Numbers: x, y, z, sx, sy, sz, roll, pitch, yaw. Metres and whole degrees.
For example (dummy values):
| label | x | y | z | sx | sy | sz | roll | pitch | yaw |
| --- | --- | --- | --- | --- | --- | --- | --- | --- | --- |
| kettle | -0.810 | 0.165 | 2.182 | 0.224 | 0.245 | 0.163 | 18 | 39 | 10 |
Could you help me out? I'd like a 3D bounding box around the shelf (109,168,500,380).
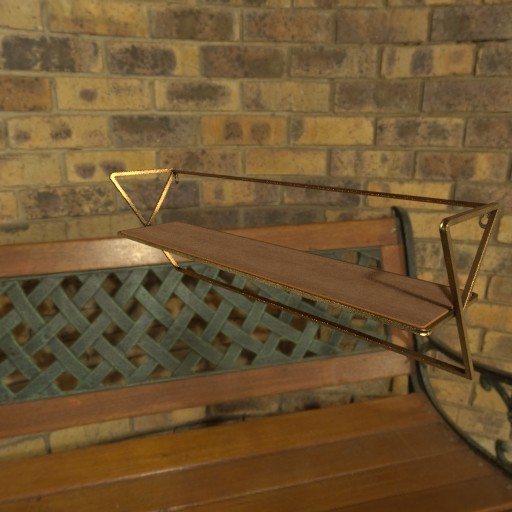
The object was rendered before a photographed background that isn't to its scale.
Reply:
| label | x | y | z | sx | sy | sz | roll | pitch | yaw |
| --- | --- | --- | --- | --- | --- | --- | --- | --- | --- |
| shelf | 0.000 | 0.000 | 0.707 | 0.645 | 0.229 | 0.150 | 15 | 22 | 43 |
